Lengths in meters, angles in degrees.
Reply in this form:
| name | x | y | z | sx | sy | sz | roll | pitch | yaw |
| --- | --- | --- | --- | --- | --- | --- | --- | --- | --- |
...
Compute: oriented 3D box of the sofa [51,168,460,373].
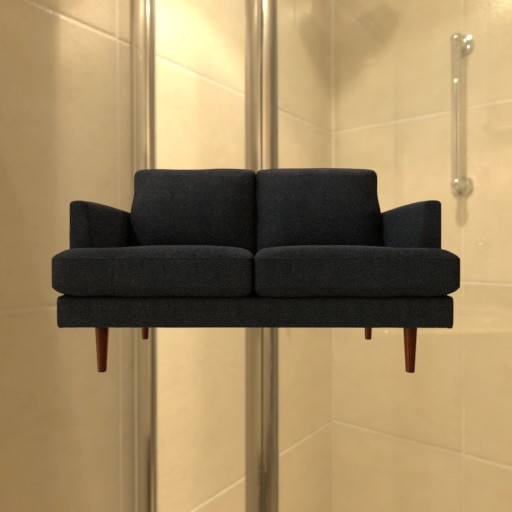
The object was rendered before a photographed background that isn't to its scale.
| name | x | y | z | sx | sy | sz | roll | pitch | yaw |
| --- | --- | --- | --- | --- | --- | --- | --- | --- | --- |
| sofa | 0.000 | 0.000 | 2.121 | 1.582 | 0.944 | 0.903 | 0 | 0 | 0 |
